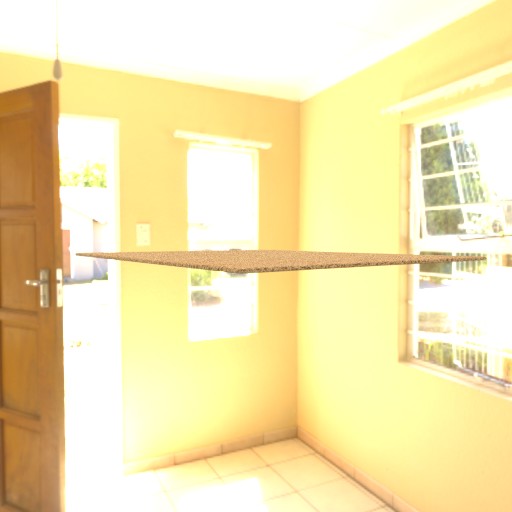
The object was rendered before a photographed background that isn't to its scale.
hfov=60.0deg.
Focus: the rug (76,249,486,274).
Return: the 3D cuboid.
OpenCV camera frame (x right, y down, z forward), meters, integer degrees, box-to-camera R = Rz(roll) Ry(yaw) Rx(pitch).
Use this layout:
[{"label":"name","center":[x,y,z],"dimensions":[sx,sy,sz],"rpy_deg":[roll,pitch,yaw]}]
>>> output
[{"label":"rug","center":[0.000,0.000,4.101],"dimensions":[2.438,0.029,3.047],"rpy_deg":[-2,3,-36]}]
